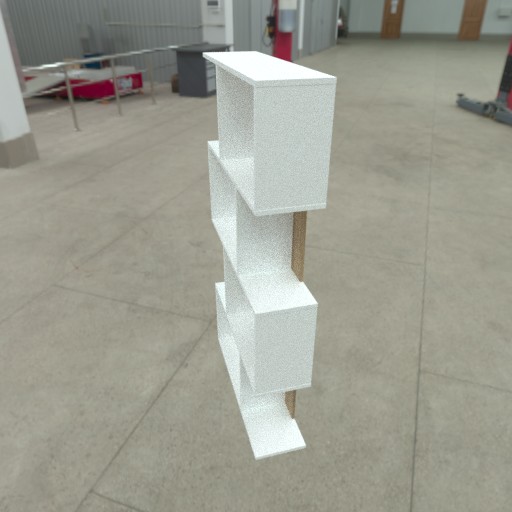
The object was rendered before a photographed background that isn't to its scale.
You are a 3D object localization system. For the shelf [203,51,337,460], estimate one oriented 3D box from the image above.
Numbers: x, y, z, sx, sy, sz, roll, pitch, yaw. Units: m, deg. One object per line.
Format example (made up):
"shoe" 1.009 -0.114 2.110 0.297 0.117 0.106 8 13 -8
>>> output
"shelf" 0.000 0.000 2.050 0.250 1.650 0.890 -8 30 -13
